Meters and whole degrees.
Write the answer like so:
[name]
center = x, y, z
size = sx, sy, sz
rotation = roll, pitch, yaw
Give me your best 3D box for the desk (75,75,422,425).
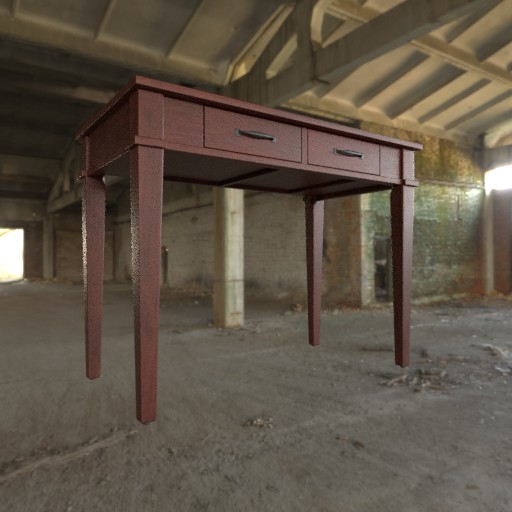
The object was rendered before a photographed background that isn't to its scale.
[desk]
center = 0.000, 0.000, 1.447
size = 1.001, 0.762, 0.549
rotation = 0, 0, -35
